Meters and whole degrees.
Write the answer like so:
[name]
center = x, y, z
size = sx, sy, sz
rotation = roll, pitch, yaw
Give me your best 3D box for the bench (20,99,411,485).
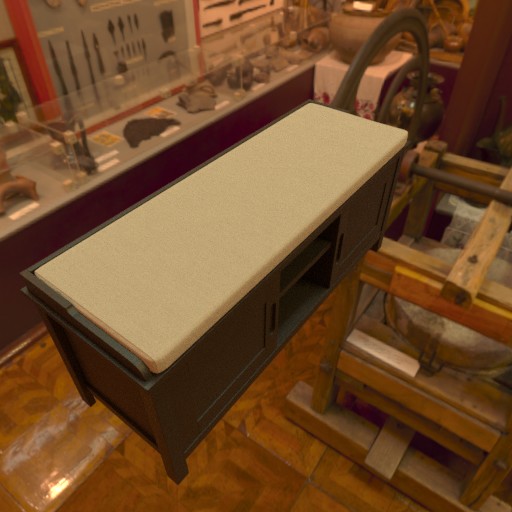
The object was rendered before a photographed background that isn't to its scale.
[bench]
center = 0.000, 0.000, 1.330
size = 0.398, 0.501, 1.140
rotation = 27, 49, 27
